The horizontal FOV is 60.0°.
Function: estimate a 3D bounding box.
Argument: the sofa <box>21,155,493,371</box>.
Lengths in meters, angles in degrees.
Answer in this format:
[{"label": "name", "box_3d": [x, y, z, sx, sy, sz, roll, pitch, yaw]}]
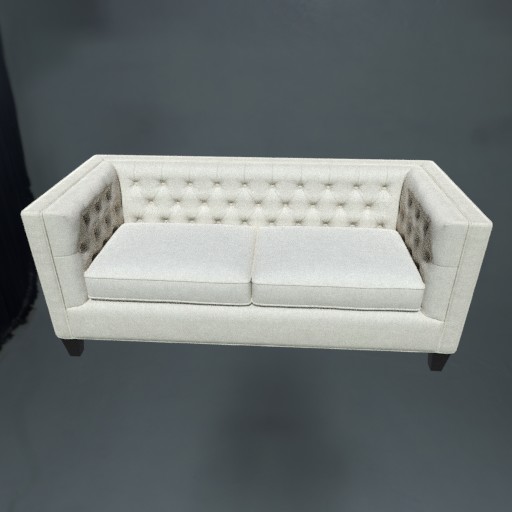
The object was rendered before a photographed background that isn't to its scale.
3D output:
[{"label": "sofa", "box_3d": [0.000, 0.000, 2.170, 1.778, 0.762, 0.775, 2, 29, 3]}]
